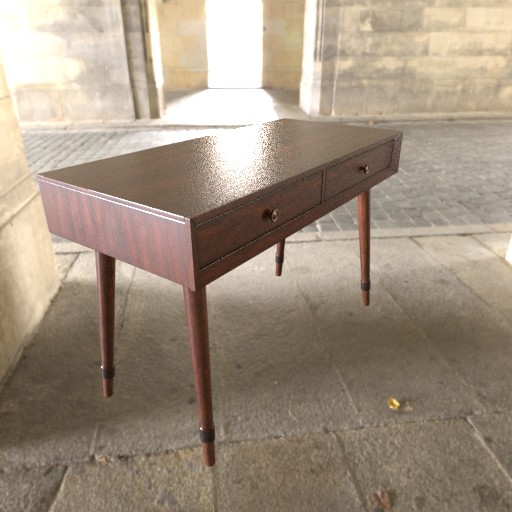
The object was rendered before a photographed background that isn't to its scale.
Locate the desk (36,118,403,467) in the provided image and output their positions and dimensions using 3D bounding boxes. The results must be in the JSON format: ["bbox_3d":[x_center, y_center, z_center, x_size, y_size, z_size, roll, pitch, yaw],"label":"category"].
[{"bbox_3d":[0.000,0.000,2.134,0.734,1.031,1.577,18,31,32],"label":"desk"}]
